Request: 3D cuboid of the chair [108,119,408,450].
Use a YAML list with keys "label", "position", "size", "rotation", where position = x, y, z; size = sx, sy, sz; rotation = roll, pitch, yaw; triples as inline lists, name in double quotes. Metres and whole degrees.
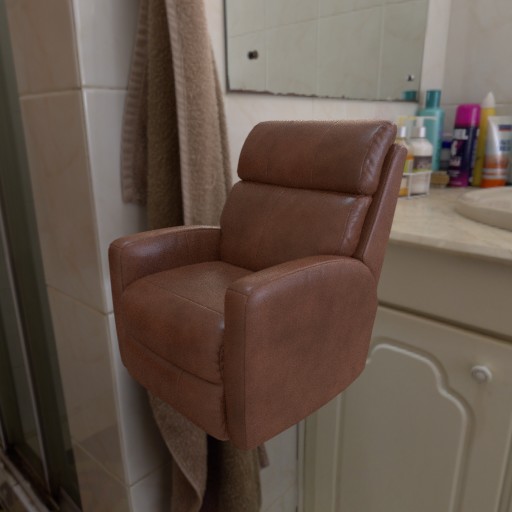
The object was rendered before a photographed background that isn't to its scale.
- label: "chair"
  position: [0.000, 0.000, 1.720]
  size: [0.787, 1.016, 0.939]
  rotation: [16, 23, 43]
